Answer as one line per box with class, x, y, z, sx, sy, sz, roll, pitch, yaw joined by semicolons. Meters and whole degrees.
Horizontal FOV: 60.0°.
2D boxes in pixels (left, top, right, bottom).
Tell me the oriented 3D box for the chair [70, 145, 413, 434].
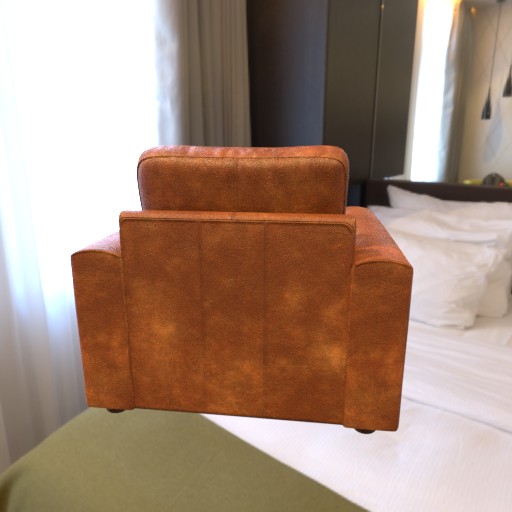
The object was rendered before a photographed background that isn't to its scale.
chair;0.000;0.000;1.774;1.005;0.873;1.016;2;15;7
